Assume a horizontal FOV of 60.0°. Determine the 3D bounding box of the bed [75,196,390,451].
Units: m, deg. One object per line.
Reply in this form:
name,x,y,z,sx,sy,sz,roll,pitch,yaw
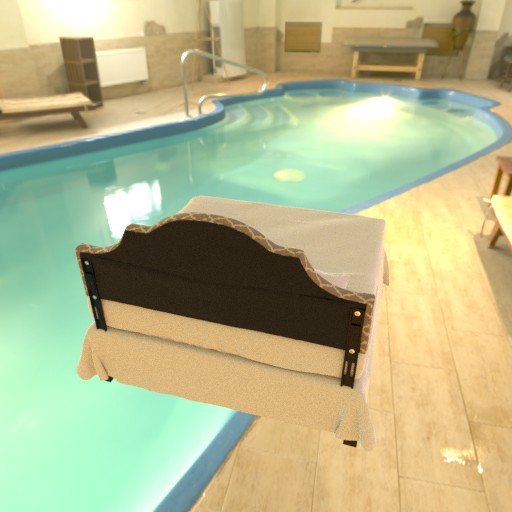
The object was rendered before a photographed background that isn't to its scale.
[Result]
bed,0.000,0.000,3.721,2.314,1.601,2.222,9,32,15
